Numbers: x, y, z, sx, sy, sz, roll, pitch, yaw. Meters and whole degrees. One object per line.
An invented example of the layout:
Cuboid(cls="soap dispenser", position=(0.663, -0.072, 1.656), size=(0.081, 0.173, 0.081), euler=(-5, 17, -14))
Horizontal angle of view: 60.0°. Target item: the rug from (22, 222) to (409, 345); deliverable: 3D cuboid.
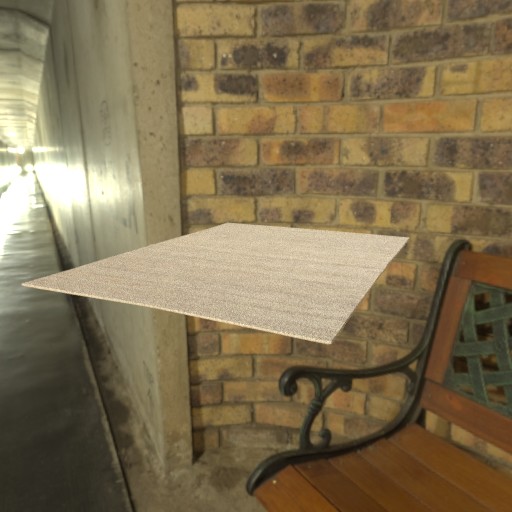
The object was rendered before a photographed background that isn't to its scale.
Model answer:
Cuboid(cls="rug", position=(0.000, 0.000, 4.828), size=(2.757, 0.051, 3.626), euler=(7, 15, 25))
